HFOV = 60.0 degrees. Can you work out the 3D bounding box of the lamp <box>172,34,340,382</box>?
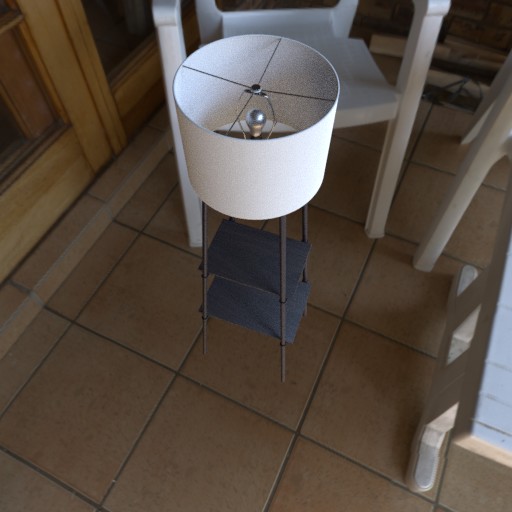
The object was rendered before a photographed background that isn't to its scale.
[{"bbox_3d":[0.000,0.000,1.623,0.427,1.474,0.384,17,59,10],"label":"lamp"}]
